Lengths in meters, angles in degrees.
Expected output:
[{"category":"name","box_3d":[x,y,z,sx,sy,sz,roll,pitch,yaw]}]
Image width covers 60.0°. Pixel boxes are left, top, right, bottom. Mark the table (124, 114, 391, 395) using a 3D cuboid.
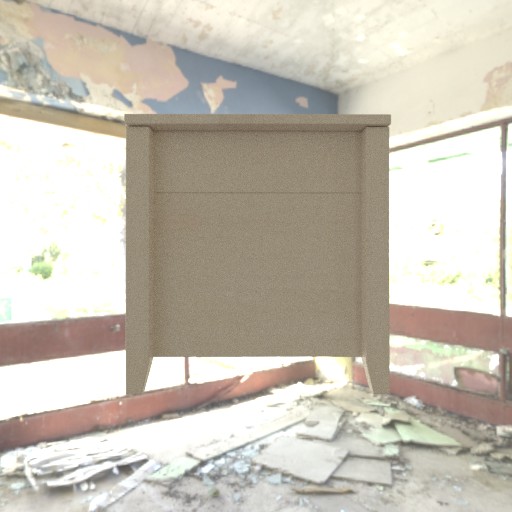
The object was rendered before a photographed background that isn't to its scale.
[{"category":"table","box_3d":[0.000,0.000,1.265,0.457,0.483,1.016,0,0,0]}]
